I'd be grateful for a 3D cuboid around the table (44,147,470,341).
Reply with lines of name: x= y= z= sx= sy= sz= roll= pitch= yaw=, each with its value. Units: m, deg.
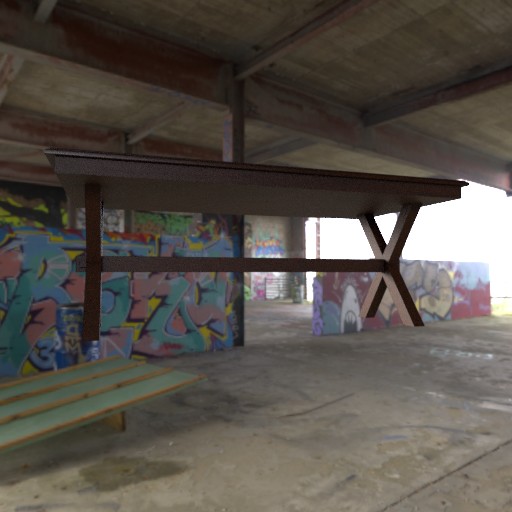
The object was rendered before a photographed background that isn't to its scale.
table: x=0.000 y=0.000 z=1.459 sx=1.197 sy=0.459 sz=0.594 roll=1 pitch=-2 yaw=-18
